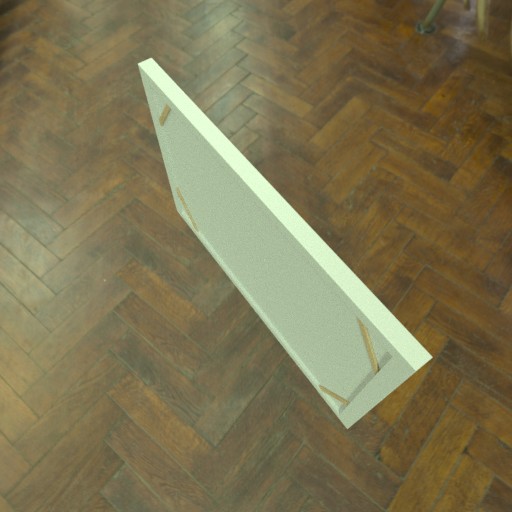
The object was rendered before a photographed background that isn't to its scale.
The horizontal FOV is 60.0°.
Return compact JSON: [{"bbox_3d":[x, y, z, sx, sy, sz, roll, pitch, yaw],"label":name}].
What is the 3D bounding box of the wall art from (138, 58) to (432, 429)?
[{"bbox_3d":[0.000,0.000,1.154,0.038,0.609,0.914,-32,65,-17],"label":"wall art"}]
